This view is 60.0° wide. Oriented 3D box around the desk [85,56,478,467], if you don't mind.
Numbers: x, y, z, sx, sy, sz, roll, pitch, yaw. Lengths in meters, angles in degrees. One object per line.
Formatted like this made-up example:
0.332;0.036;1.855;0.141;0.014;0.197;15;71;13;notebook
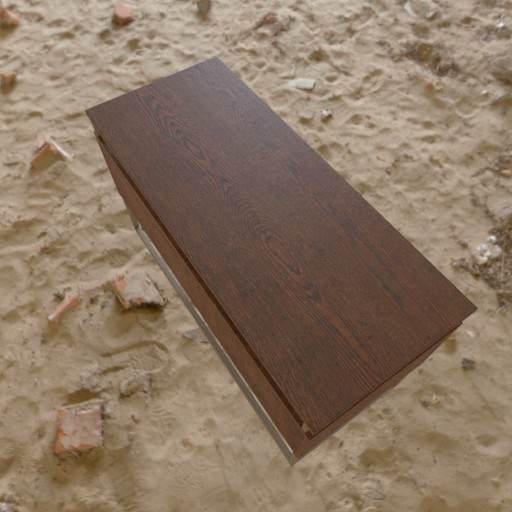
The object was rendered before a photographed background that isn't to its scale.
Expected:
0.000;0.000;1.791;0.610;0.792;1.384;-30;63;-17;desk
